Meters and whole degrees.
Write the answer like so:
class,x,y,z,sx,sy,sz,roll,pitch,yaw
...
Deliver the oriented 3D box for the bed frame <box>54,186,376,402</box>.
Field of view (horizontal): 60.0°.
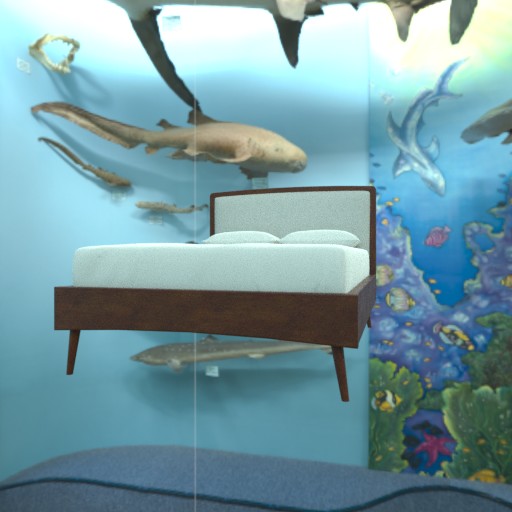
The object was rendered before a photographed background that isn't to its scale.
class,x,y,z,sx,sy,sz,roll,pitch,yaw
bed frame,0.000,0.000,3.172,1.587,1.279,2.171,0,0,17
